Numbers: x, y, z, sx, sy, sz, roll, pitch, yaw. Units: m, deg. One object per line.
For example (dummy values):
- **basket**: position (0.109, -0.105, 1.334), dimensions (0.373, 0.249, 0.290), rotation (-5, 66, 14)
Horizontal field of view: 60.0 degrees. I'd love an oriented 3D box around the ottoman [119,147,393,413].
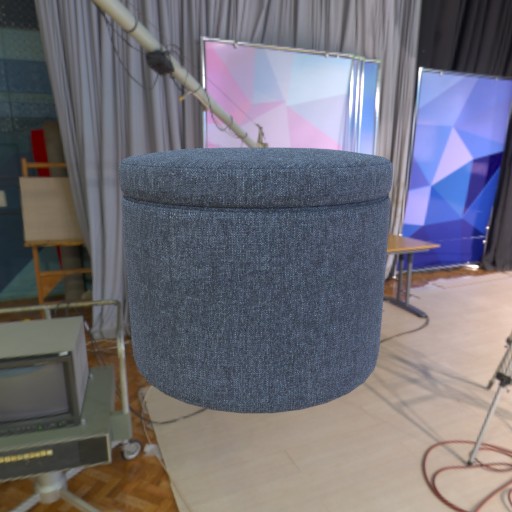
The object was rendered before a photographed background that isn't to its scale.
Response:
- **ottoman**: position (0.000, 0.000, 0.888), dimensions (0.500, 0.419, 0.500), rotation (0, 15, 0)
